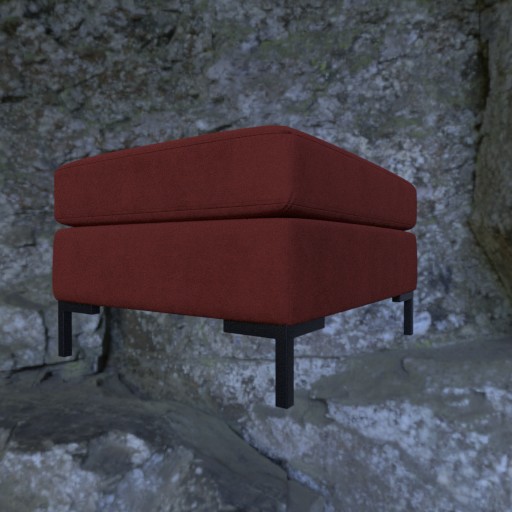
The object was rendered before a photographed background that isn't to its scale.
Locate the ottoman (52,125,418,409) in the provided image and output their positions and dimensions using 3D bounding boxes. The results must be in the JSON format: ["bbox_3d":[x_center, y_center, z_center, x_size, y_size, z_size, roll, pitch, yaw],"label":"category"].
[{"bbox_3d":[0.000,0.000,1.156,0.650,0.462,0.782,1,1,34],"label":"ottoman"}]
